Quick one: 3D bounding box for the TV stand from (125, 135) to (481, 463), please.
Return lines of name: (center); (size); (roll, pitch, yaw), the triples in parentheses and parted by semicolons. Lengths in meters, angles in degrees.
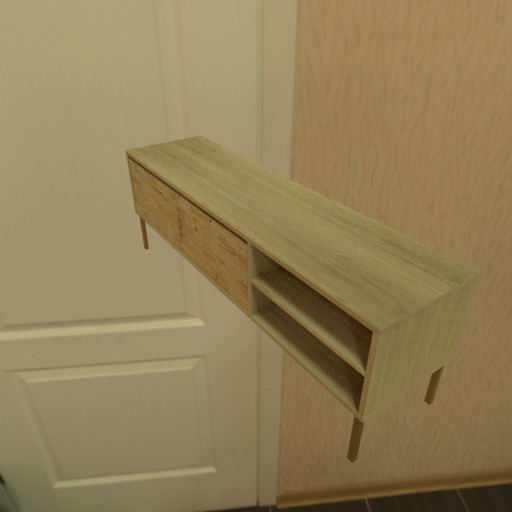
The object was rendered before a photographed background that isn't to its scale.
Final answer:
TV stand: (0.000, 0.000, 1.844); (0.420, 0.550, 1.600); (-20, 37, -29)
